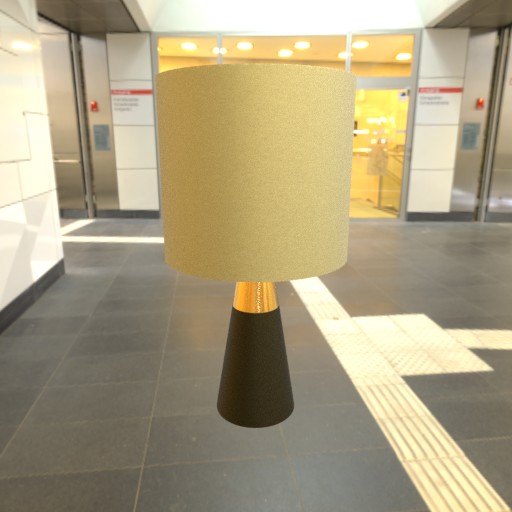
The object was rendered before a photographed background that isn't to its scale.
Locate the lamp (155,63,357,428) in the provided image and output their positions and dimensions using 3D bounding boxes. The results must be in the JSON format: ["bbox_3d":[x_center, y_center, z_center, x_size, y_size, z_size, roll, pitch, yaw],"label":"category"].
[{"bbox_3d":[0.000,0.000,0.764,0.308,0.580,0.308,-7,16,-25],"label":"lamp"}]
